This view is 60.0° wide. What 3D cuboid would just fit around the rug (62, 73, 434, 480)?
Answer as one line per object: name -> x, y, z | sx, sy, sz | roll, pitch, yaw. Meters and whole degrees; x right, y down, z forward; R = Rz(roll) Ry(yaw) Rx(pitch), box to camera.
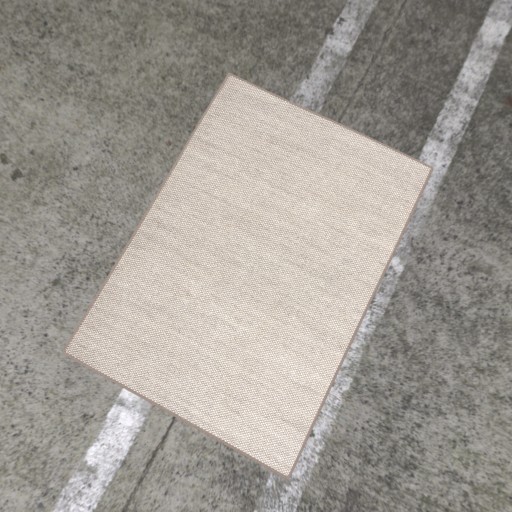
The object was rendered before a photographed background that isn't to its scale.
rug -> 0.000, 0.000, 2.755 | 1.517, 0.013, 2.115 | 27, 79, 6
